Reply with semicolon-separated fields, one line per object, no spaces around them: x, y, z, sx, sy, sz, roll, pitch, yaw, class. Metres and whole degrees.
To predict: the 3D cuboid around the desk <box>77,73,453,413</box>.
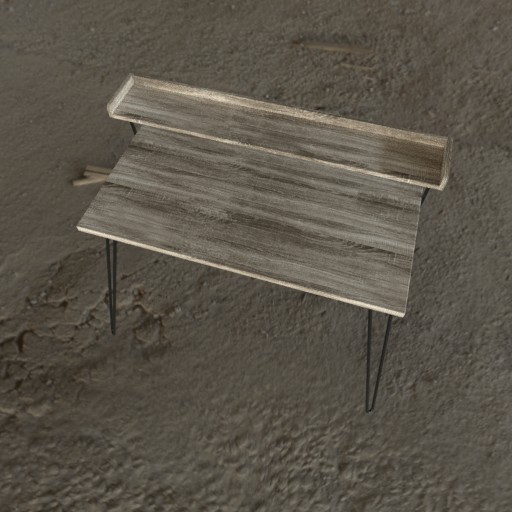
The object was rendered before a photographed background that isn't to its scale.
0.000;0.000;1.597;1.135;0.899;0.605;15;59;9;desk
